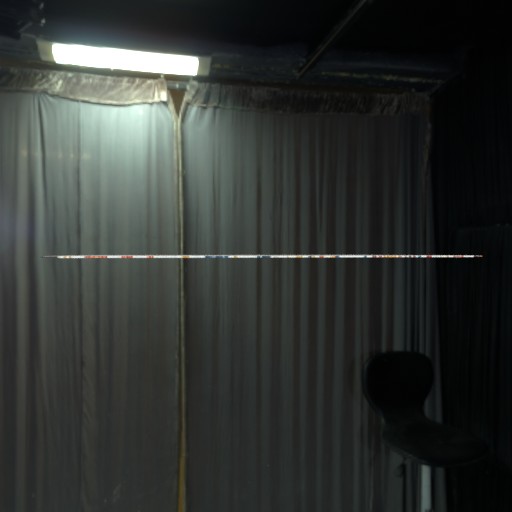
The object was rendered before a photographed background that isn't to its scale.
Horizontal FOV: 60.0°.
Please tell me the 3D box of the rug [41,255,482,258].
[{"bbox_3d":[0.000,0.000,3.186,2.584,0.010,1.523,0,0,-17],"label":"rug"}]
